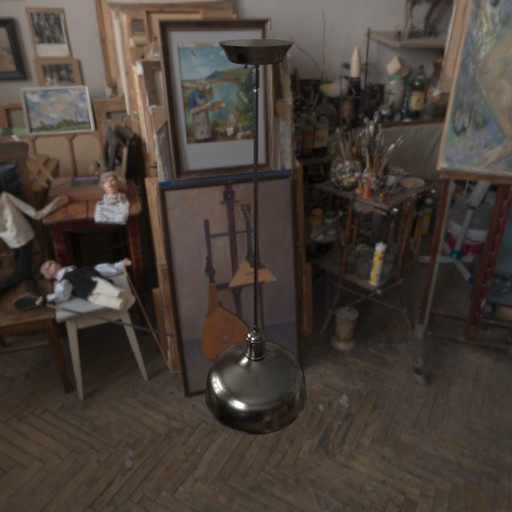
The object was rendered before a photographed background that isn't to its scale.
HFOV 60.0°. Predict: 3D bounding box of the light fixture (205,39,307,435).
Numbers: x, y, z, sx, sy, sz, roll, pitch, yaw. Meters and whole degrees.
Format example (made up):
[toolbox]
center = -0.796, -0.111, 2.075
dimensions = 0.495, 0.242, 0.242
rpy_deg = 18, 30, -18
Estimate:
[light fixture]
center = 0.000, 0.000, 1.073
dimensions = 0.299, 0.935, 0.299
rpy_deg = 20, 36, 30
